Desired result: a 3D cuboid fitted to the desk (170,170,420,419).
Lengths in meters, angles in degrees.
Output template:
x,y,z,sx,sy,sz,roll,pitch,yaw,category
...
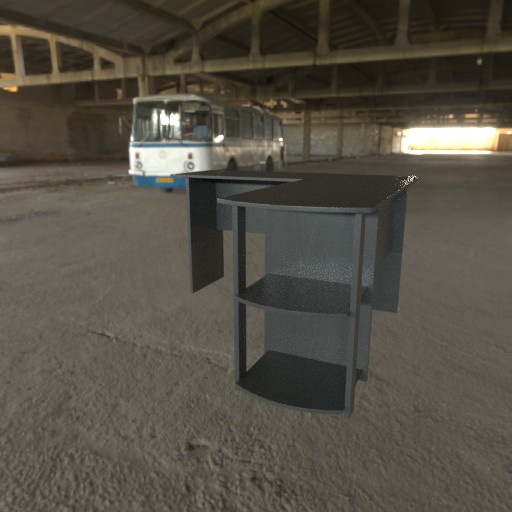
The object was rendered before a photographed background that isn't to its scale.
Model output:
x,y,z,sx,sy,sz,roll,pitch,yaw,category
0.000,0.000,2.142,1.303,0.716,1.361,7,16,25,desk
